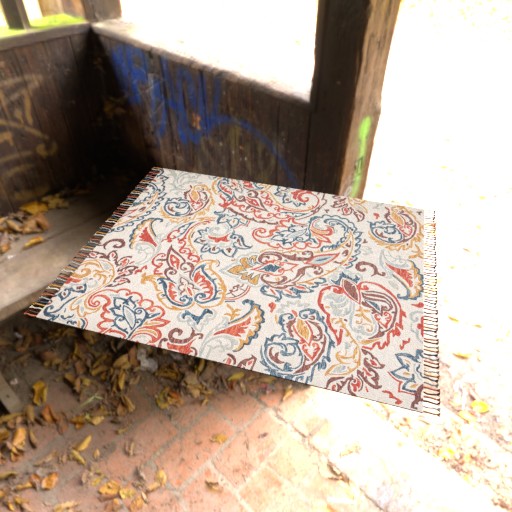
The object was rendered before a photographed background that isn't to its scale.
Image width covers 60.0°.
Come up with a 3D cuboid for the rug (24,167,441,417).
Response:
[{"bbox_3d":[0.000,0.000,4.179,3.274,0.015,2.439,11,43,12],"label":"rug"}]
